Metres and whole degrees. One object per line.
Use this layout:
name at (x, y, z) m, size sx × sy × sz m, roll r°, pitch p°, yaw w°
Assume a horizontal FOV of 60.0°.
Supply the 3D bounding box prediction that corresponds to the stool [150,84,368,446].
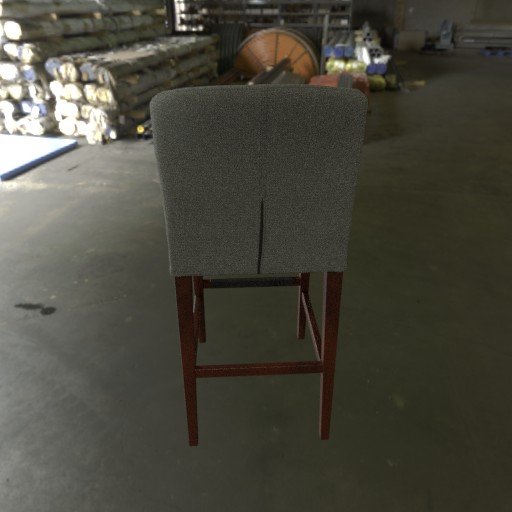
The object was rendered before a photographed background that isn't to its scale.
stool at (0.000, 0.000, 1.354) m, size 0.486 × 1.069 × 0.568 m, roll -2°, pitch 30°, yaw -3°
